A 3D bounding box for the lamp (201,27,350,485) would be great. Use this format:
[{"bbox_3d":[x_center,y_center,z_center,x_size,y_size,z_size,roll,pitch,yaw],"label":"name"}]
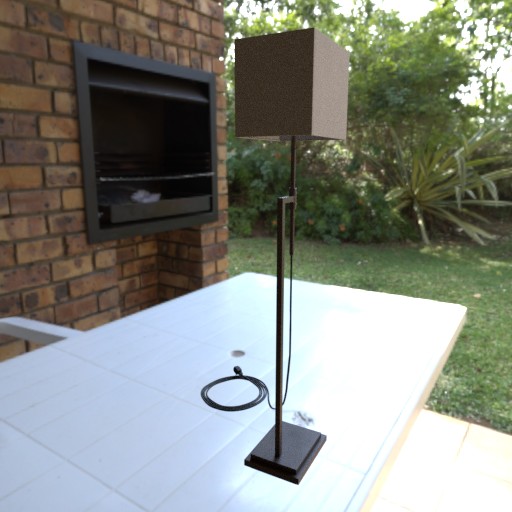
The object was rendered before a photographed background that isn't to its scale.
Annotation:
[{"bbox_3d":[0.000,0.000,1.965,0.774,1.600,0.698,6,14,28],"label":"lamp"}]
